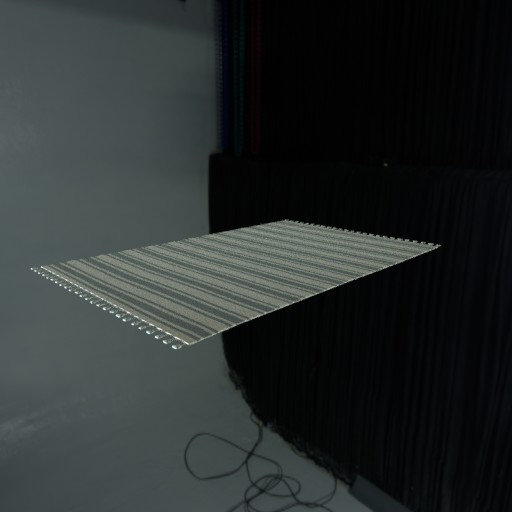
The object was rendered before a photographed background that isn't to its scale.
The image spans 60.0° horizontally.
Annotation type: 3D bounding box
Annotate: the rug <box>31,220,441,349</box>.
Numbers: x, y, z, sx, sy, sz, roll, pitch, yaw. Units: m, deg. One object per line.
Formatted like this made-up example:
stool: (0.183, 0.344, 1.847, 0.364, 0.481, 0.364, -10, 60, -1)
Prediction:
rug: (0.000, 0.000, 3.032, 1.539, 0.011, 2.410, 14, 21, 43)
